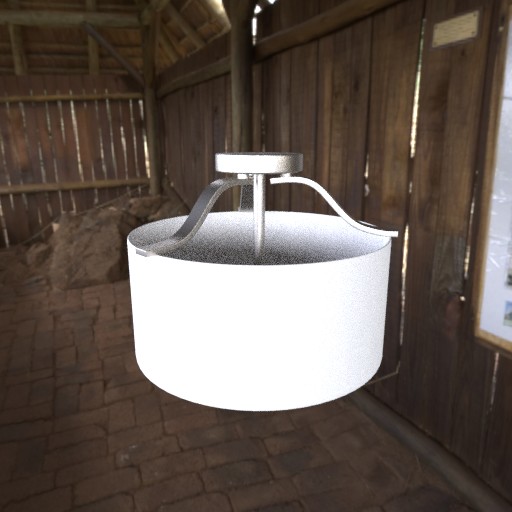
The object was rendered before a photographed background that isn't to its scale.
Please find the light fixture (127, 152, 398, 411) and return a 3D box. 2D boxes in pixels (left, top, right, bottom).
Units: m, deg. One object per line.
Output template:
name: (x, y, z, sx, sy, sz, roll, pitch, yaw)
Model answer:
light fixture: (0.000, 0.000, 0.672, 0.395, 0.304, 0.395, 0, 15, 0)
